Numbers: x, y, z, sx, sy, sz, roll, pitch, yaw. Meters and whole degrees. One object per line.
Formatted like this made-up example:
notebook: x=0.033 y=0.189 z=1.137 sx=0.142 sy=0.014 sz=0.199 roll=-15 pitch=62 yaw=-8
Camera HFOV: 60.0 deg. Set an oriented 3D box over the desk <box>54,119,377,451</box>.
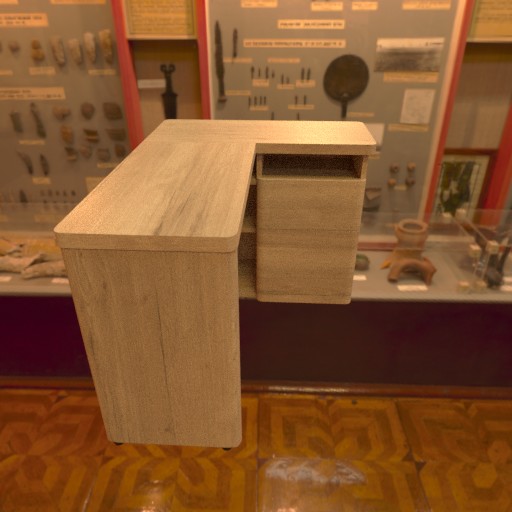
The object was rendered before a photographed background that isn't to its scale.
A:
desk: x=0.000 y=0.000 z=1.704 sx=0.900 sy=0.760 sz=1.169 roll=2 pitch=30 yaw=3
